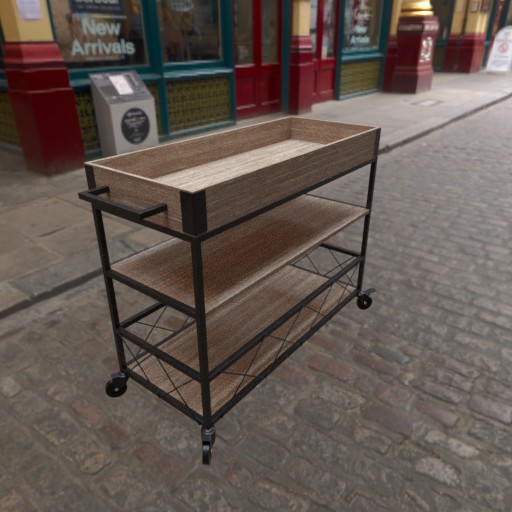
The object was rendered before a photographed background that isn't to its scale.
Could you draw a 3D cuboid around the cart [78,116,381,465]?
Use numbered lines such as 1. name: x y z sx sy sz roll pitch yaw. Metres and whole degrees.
1. cart: 0.000 0.000 1.552 0.500 0.787 1.101 19 32 33
